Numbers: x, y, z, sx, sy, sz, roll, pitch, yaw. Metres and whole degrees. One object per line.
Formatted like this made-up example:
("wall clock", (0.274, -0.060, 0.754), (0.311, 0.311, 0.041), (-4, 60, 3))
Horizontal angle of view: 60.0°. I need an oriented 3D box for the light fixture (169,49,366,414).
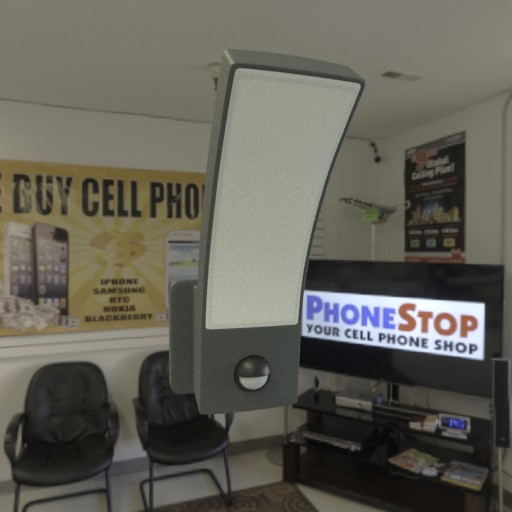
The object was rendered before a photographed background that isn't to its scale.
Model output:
("light fixture", (0.000, 0.000, 0.330), (0.108, 0.243, 0.174), (0, 1, -18))
